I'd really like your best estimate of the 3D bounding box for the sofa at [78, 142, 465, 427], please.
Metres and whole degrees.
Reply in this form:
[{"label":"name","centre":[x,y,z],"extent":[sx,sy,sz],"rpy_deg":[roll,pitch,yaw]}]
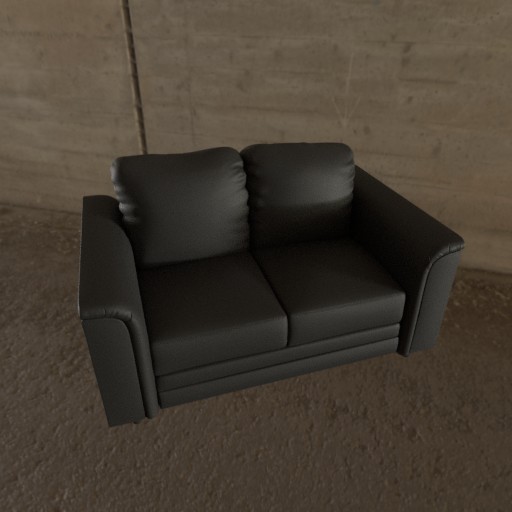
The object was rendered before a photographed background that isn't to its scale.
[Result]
[{"label":"sofa","centre":[0.000,0.000,1.941],"extent":[1.386,0.845,0.887],"rpy_deg":[-9,33,-15]}]
